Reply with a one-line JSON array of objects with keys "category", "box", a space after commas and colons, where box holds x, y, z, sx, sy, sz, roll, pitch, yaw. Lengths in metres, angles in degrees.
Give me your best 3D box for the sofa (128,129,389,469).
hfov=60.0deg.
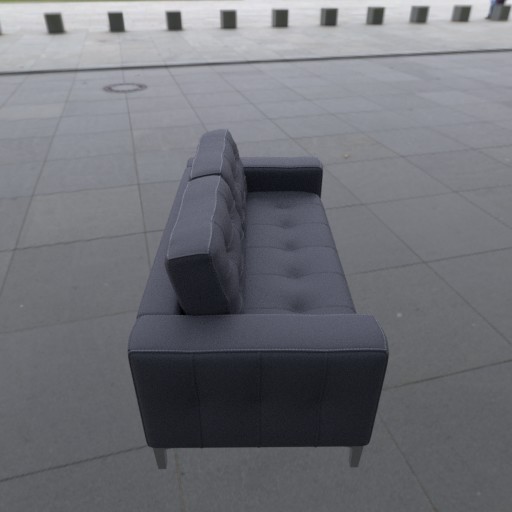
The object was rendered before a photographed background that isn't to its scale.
[{"category": "sofa", "box": [0.000, 0.000, 2.161, 0.833, 0.893, 1.726, 0, 33, 0]}]
